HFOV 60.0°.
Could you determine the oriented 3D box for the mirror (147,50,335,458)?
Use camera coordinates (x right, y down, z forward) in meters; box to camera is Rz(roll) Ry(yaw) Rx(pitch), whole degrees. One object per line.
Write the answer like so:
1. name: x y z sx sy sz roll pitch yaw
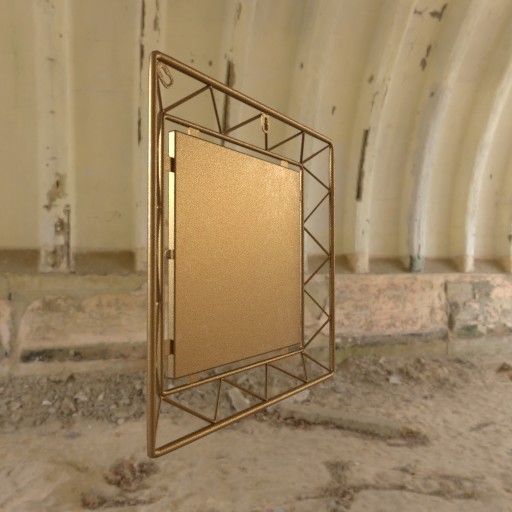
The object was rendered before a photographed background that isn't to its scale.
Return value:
1. mirror: 0.000 0.000 0.621 0.046 0.414 0.416 -1 -1 36
